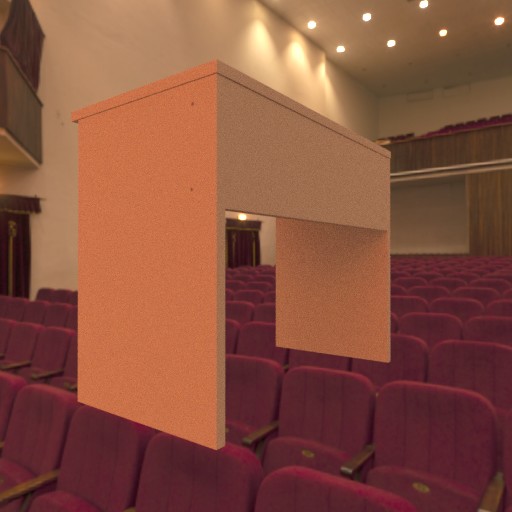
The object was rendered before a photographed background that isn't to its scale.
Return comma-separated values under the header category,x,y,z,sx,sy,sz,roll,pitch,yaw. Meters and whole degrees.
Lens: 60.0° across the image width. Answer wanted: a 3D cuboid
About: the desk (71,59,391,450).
category,x,y,z,sx,sy,sz,roll,pitch,yaw
desk,0.000,0.000,1.333,0.498,0.729,0.900,0,0,37
